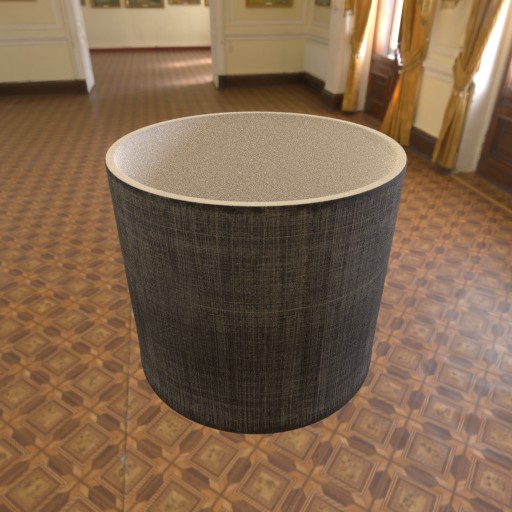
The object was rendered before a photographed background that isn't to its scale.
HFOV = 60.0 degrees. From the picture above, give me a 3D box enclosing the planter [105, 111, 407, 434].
[{"bbox_3d":[0.000,0.000,0.311,0.178,0.157,0.178,0,31,0],"label":"planter"}]
